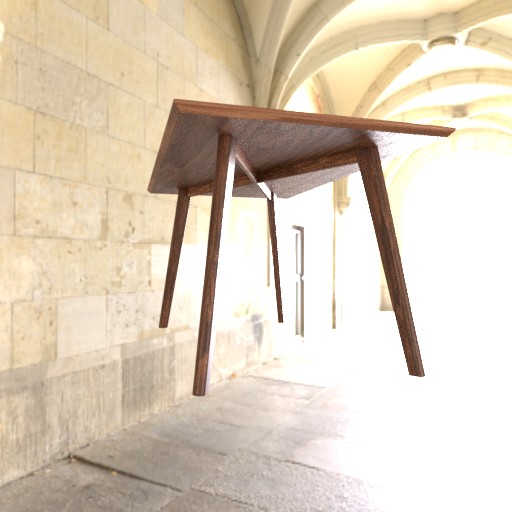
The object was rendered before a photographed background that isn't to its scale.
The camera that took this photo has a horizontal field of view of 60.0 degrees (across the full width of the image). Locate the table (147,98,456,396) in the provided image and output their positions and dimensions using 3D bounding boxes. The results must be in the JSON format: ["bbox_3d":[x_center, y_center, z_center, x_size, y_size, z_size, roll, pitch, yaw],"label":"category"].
[{"bbox_3d":[0.000,0.000,1.802,0.801,0.724,1.349,0,-1,-16],"label":"table"}]
